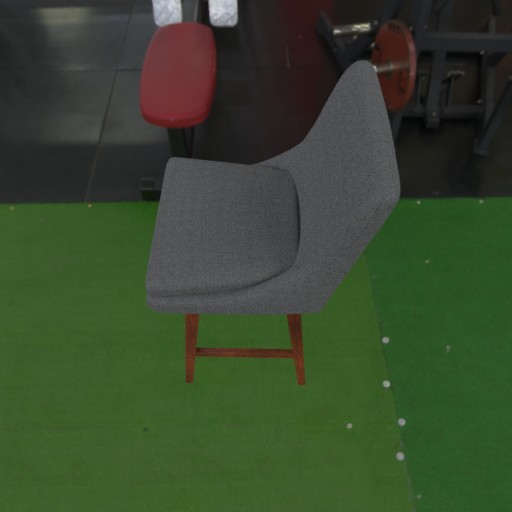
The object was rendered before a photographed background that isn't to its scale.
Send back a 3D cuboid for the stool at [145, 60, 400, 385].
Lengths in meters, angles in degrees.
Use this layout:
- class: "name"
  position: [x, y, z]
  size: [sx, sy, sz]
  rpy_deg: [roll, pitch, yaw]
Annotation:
- class: "stool"
  position: [0.000, 0.000, 1.257]
  size: [0.524, 0.977, 0.447]
  rpy_deg: [1, 56, 1]
